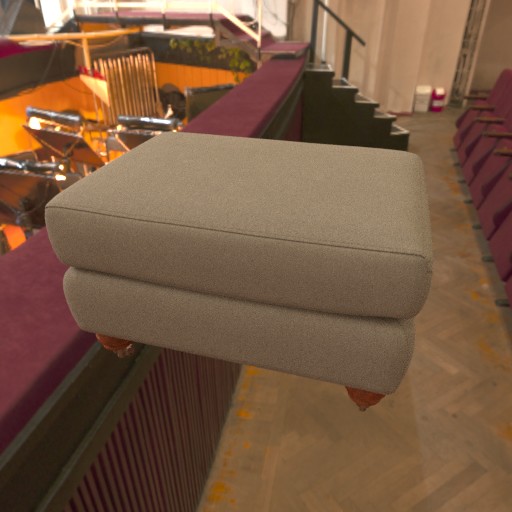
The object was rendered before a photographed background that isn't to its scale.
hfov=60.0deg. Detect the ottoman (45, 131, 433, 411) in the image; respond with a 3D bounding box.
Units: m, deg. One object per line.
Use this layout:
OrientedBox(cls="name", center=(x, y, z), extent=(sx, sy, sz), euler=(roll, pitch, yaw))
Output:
OrientedBox(cls="ottoman", center=(0.000, 0.000, 1.122), extent=(0.773, 0.499, 0.569), euler=(8, 32, 14))
